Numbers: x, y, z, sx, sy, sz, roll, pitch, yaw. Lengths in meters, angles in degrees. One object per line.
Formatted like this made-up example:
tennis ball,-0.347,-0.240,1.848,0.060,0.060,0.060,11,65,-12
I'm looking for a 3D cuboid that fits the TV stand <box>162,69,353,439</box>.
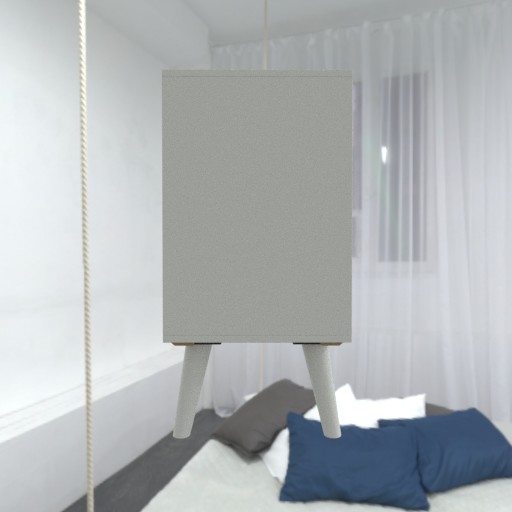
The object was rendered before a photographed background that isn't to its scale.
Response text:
TV stand,0.000,0.000,1.544,0.406,0.812,1.193,0,1,0
